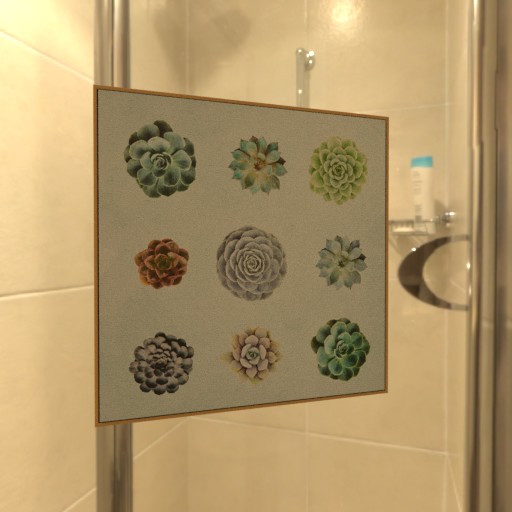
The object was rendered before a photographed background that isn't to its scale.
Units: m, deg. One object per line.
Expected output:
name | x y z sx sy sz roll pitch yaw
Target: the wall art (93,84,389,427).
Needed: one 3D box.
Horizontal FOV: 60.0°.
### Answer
wall art | 0.000 0.000 0.665 0.457 0.455 0.013 0 1 -18
